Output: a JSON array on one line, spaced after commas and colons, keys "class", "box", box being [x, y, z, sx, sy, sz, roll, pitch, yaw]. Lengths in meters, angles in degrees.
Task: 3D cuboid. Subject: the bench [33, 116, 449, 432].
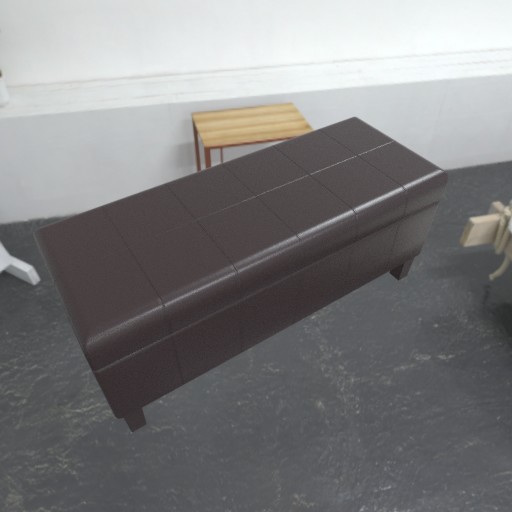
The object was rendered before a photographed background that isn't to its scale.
[{"class": "bench", "box": [0.000, 0.000, 1.357, 1.092, 0.457, 0.429, -25, 50, -22]}]
